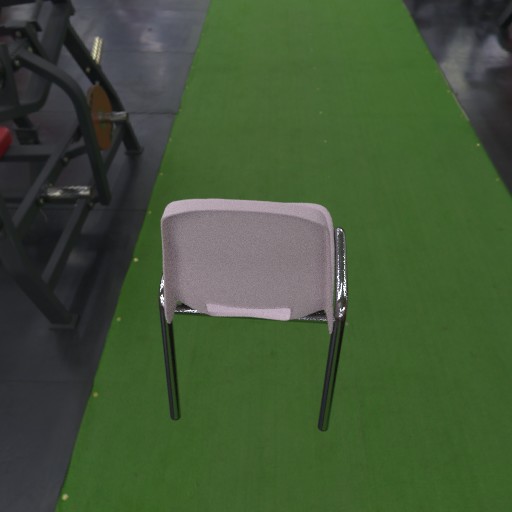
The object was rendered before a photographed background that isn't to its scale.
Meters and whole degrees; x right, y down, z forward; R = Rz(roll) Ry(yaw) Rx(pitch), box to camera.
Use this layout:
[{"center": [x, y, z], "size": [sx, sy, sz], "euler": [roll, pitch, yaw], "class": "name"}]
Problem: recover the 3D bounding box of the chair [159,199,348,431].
[{"center": [0.000, 0.000, 0.847], "size": [0.354, 0.586, 0.423], "euler": [3, 47, 3], "class": "chair"}]
